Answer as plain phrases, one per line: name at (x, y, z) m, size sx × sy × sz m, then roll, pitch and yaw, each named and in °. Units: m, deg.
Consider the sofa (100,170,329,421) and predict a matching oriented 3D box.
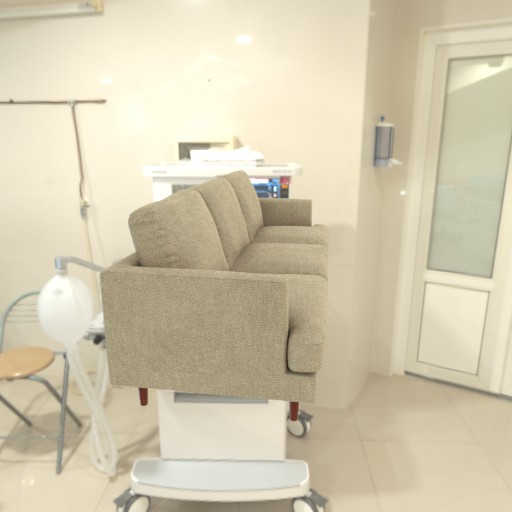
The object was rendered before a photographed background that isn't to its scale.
sofa at (0.000, 0.000, 2.791) m, size 0.903 × 0.930 × 2.246 m, roll 2°, pitch 15°, yaw 9°
